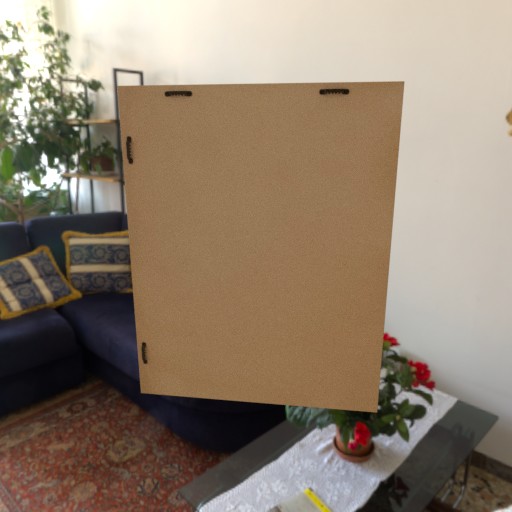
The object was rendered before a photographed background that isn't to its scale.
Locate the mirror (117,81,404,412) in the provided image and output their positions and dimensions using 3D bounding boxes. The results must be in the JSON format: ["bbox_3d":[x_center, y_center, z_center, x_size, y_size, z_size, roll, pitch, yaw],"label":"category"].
[{"bbox_3d":[0.000,0.000,0.701,0.405,0.508,0.041,2,15,8],"label":"mirror"}]
